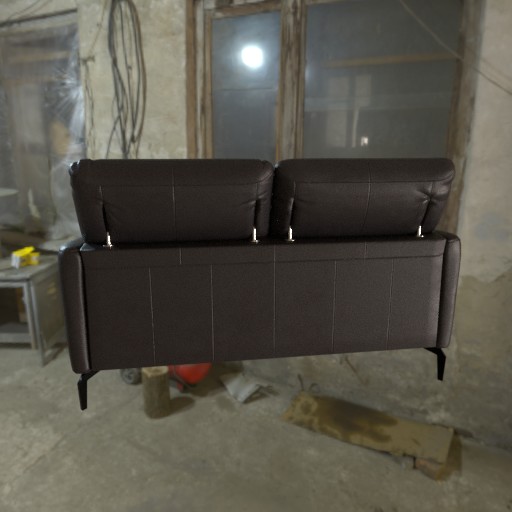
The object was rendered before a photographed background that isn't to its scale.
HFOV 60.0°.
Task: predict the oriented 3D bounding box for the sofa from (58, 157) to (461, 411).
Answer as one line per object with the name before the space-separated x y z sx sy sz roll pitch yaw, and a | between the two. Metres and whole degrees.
sofa | 0.000 0.000 2.094 1.596 0.920 0.958 -2 14 -8
